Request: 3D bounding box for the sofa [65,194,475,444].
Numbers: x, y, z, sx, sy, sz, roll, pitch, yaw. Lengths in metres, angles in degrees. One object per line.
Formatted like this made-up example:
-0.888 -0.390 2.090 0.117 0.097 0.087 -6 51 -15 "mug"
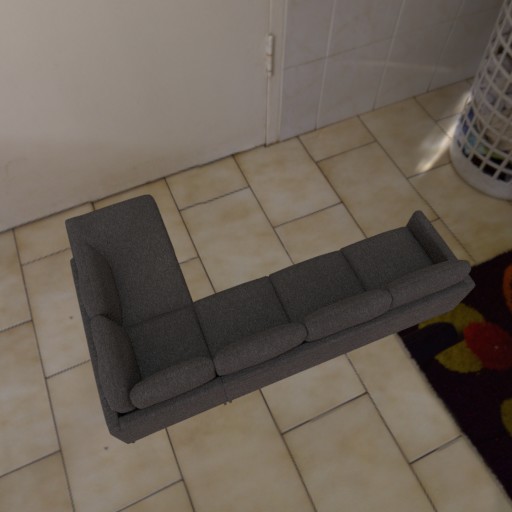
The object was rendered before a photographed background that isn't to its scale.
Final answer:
0.000 0.000 3.805 2.949 0.815 2.007 -19 62 -11 "sofa"
